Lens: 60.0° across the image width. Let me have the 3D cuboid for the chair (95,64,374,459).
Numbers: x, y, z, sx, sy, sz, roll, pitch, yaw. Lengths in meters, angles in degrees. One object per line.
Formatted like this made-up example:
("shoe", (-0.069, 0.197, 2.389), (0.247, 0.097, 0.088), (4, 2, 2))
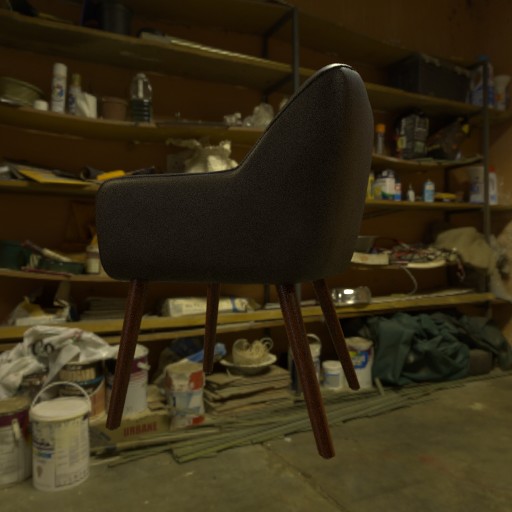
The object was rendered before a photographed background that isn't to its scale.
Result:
("chair", (0.000, 0.000, 1.219), (0.610, 0.828, 0.610), (0, 0, 19))
